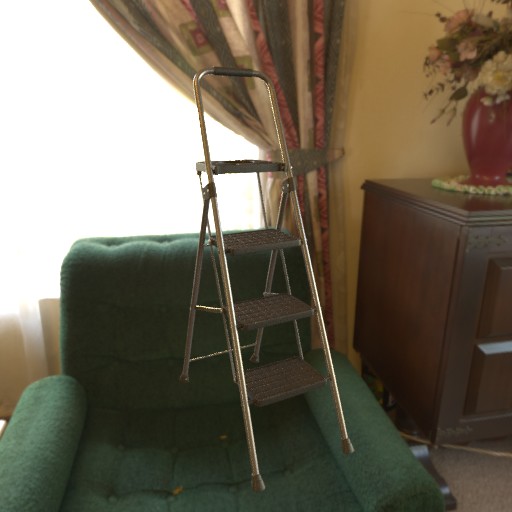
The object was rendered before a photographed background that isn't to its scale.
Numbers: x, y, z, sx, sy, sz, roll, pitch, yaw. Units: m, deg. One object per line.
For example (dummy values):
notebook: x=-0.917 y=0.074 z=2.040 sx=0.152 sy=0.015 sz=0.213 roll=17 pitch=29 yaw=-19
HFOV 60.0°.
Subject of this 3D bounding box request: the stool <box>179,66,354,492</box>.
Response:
stool: x=0.000 y=0.000 z=1.578 sx=0.396 sy=1.277 sz=0.733 roll=-9 pitch=19 yaw=-27
